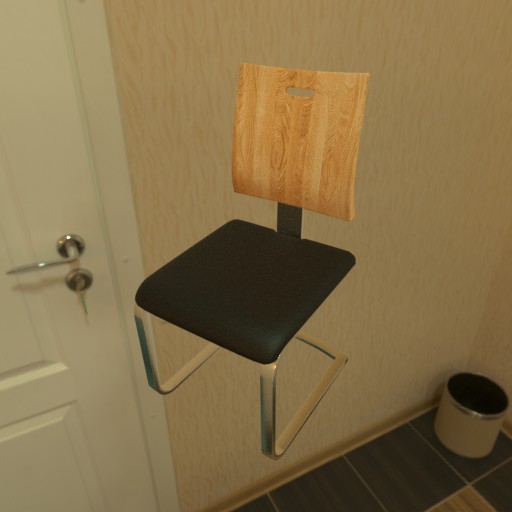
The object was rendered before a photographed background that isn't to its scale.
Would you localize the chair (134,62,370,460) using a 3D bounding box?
[{"bbox_3d":[0.000,0.000,1.241,0.462,0.936,0.560,18,35,28],"label":"chair"}]
